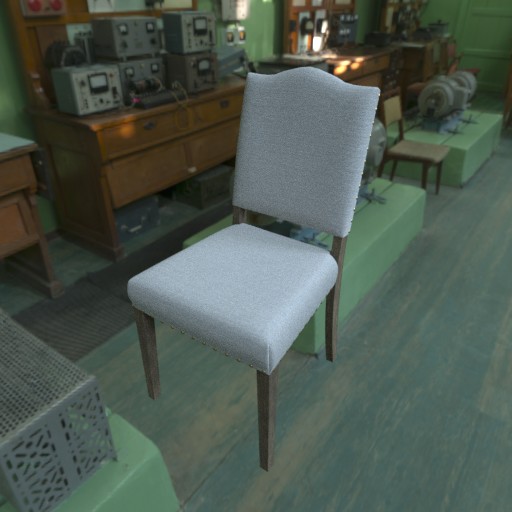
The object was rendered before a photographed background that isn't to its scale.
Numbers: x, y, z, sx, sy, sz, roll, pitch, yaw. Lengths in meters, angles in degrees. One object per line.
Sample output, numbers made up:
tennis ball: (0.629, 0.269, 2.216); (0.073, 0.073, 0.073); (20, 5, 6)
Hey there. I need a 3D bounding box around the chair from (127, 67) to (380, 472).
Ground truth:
chair: (0.000, 0.000, 1.369); (0.508, 1.020, 0.620); (20, 37, 29)
